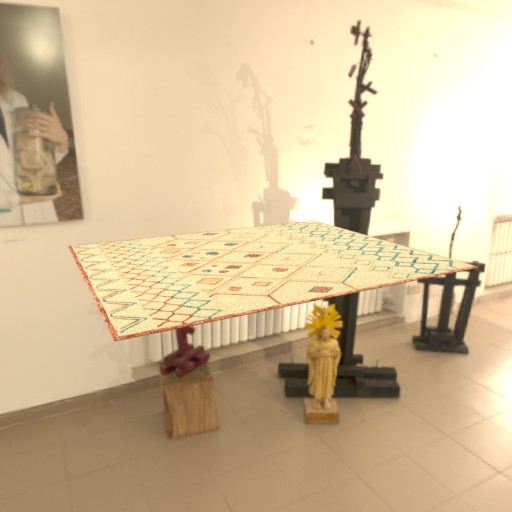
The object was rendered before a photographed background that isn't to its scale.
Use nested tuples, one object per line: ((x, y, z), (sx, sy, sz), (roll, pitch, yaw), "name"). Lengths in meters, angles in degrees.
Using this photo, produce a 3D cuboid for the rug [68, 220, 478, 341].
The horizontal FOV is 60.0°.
((0.000, 0.000, 4.170), (3.050, 0.016, 2.441), (-8, 17, -27), "rug")
